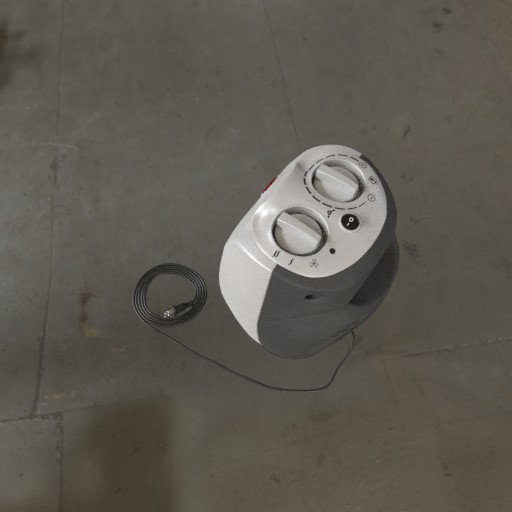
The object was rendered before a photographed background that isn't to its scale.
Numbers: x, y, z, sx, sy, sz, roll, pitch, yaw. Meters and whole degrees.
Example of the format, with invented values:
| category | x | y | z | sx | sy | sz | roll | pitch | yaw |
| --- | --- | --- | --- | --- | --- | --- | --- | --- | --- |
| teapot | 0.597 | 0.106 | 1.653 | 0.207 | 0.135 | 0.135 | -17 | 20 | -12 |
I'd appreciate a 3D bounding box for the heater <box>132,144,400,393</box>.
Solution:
| category | x | y | z | sx | sy | sz | roll | pitch | yaw |
| --- | --- | --- | --- | --- | --- | --- | --- | --- | --- |
| heater | 0.000 | 0.000 | 0.495 | 0.291 | 0.255 | 0.239 | 33 | 69 | 15 |
